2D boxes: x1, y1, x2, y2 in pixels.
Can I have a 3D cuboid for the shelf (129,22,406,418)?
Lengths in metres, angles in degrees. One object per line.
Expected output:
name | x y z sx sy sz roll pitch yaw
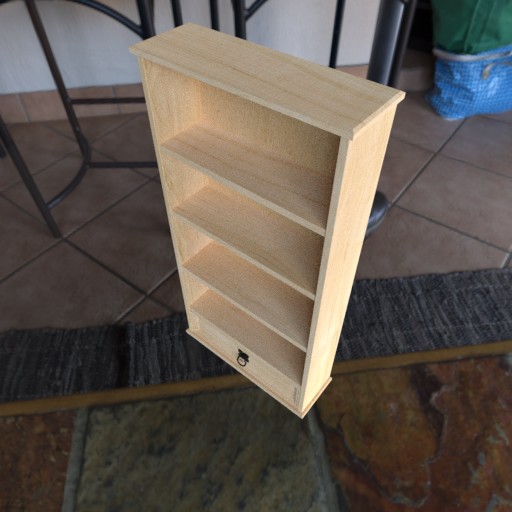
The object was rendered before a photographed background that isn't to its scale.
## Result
shelf | 0.000 0.000 1.199 0.520 1.030 0.175 31 54 26
